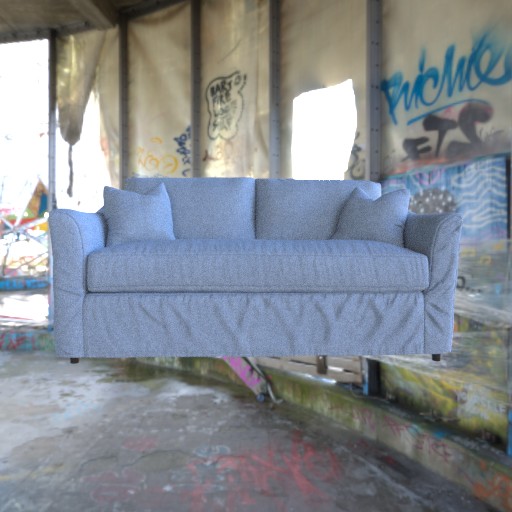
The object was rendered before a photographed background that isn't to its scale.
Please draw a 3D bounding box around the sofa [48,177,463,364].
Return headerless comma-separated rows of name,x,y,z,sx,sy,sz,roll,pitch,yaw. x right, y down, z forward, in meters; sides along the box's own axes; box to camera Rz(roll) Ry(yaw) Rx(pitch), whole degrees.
sofa,0.000,0.000,2.619,2.010,1.018,1.072,0,1,-1
